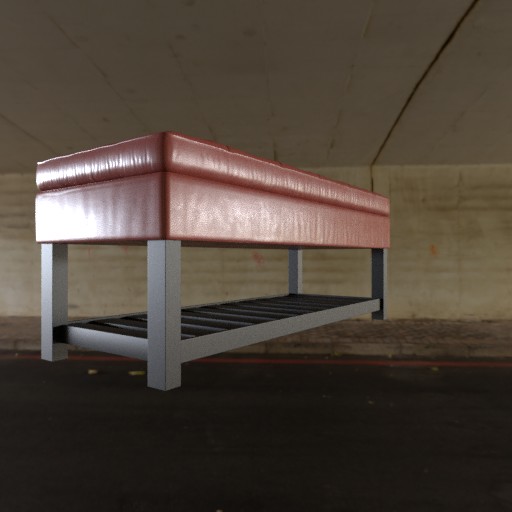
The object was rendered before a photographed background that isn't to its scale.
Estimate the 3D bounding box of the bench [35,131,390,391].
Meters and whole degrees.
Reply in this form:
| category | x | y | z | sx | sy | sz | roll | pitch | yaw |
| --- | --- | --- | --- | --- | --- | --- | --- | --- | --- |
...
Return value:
| category | x | y | z | sx | sy | sz | roll | pitch | yaw |
| --- | --- | --- | --- | --- | --- | --- | --- | --- | --- |
| bench | 0.000 | 0.000 | 1.304 | 0.432 | 0.460 | 1.105 | 0 | 0 | 36 |
